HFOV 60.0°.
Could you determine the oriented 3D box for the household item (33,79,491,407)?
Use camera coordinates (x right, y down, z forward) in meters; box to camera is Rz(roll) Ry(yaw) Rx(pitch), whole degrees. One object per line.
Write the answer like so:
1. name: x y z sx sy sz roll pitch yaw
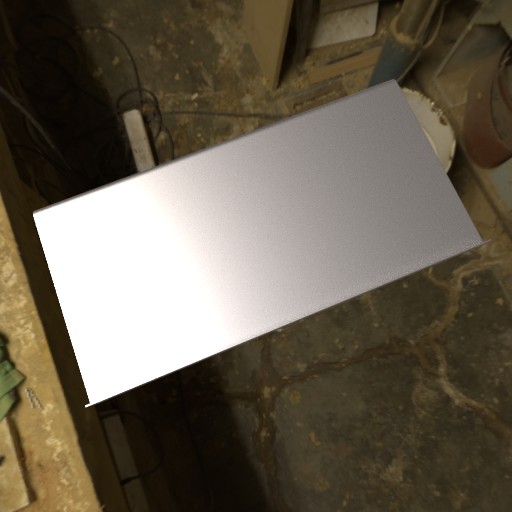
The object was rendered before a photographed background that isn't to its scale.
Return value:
1. household item: 0.000 0.000 1.704 1.219 0.851 0.610 -22 78 -5
